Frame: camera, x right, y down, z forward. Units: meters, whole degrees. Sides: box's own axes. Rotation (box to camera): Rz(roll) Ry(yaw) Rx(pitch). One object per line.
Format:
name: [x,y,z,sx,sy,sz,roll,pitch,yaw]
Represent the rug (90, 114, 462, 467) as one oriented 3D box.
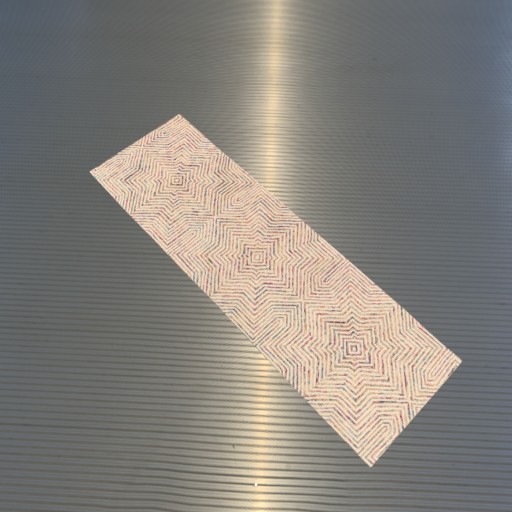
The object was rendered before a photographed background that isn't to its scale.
rug: [0.000,0.000,2.670,0.771,0.009,2.443,-40,69,-18]
